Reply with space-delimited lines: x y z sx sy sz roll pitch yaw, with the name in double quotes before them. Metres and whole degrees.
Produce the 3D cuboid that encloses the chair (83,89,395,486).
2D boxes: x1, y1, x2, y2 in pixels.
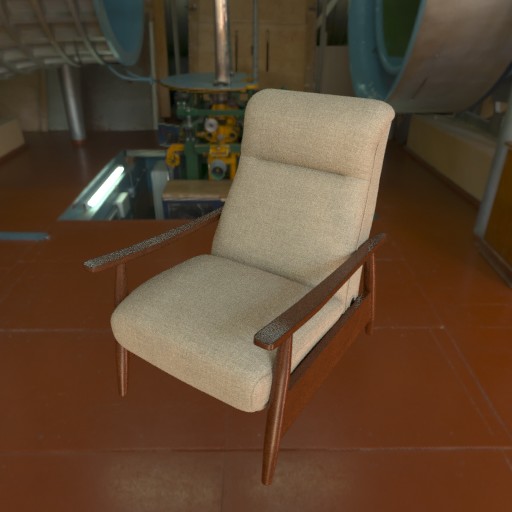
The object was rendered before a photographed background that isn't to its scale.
"chair" 0.000 0.000 1.730 0.762 1.082 1.014 18 34 29
